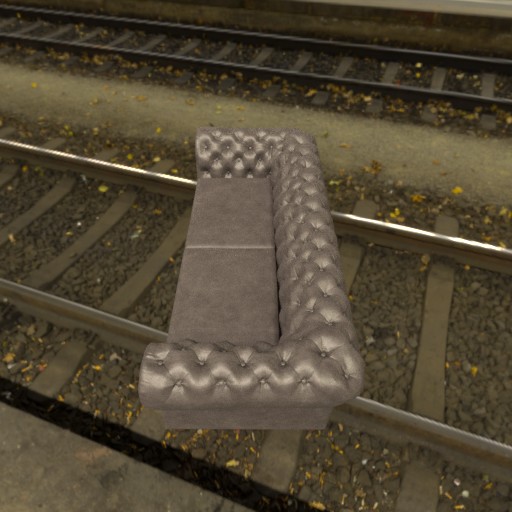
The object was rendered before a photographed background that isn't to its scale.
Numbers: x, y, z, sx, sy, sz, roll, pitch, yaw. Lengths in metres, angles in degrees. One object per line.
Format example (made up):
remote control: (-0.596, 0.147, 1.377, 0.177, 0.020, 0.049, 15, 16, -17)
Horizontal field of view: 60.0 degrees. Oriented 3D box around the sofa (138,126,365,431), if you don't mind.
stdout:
sofa: (0.000, 0.000, 2.840, 0.944, 0.783, 2.385, 0, 41, 0)
